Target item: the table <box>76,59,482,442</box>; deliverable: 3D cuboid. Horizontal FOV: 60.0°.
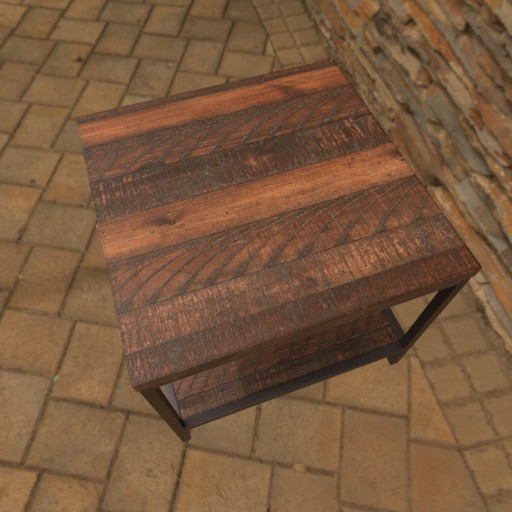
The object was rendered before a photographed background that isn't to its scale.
[{"bbox_3d":[0.000,0.000,0.978,0.548,0.482,0.553,-17,60,-10],"label":"table"}]
